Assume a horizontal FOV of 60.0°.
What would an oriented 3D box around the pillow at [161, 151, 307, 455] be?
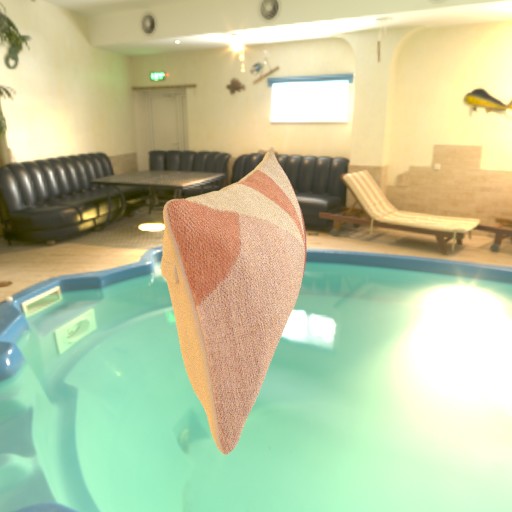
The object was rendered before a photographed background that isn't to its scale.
[{"bbox_3d":[0.000,0.000,0.718,0.155,0.292,0.609,3,17,10],"label":"pillow"}]
